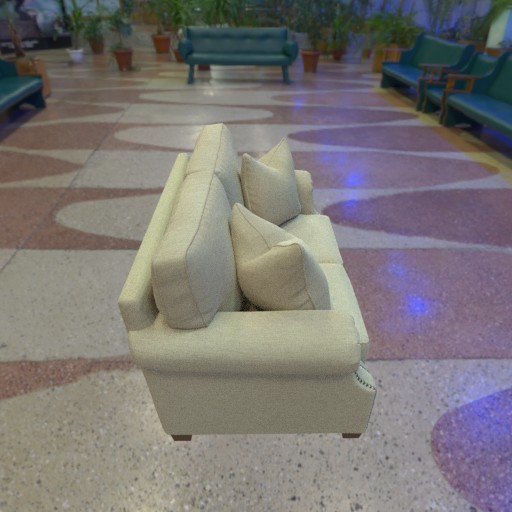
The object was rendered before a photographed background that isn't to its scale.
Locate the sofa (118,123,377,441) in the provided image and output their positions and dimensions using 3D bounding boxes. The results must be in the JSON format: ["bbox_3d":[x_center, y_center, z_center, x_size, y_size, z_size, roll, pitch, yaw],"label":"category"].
[{"bbox_3d":[0.000,0.000,2.314,0.966,0.966,1.701,0,32,0],"label":"sofa"}]
